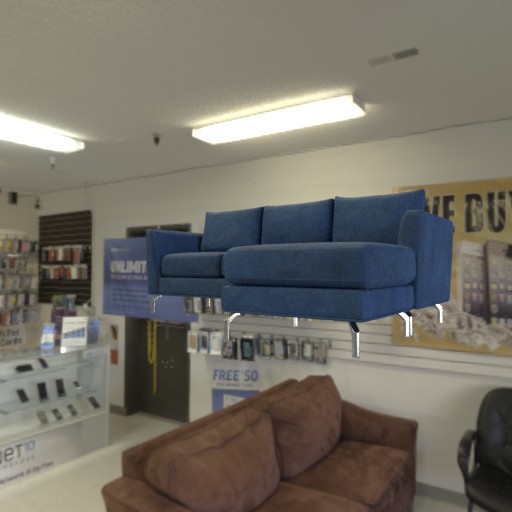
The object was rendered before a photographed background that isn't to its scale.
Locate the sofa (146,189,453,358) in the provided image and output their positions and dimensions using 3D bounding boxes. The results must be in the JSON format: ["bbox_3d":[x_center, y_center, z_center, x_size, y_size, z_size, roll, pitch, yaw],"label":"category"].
[{"bbox_3d":[0.000,0.000,3.323,2.438,0.987,1.622,-1,-2,36],"label":"sofa"}]
